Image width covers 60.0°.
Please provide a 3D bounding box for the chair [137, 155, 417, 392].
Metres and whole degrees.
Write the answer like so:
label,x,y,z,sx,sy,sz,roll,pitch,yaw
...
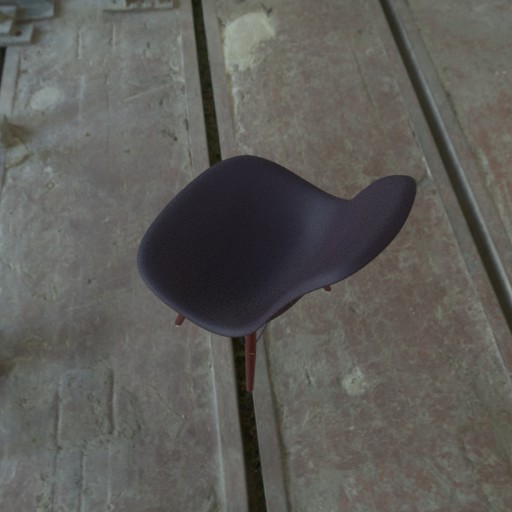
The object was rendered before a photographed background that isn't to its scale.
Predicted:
label,x,y,z,sx,sy,sz,roll,pitch,yaw
chair,0.000,0.000,1.099,0.533,0.826,0.470,34,69,15
